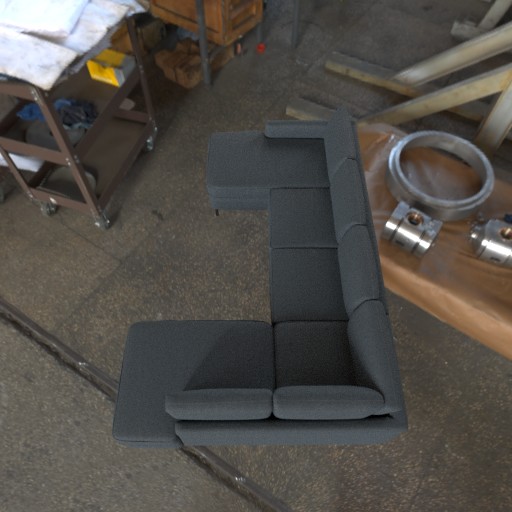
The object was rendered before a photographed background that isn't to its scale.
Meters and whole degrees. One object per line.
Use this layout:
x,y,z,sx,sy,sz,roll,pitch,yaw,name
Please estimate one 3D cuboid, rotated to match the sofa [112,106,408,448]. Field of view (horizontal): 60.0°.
0.000,0.000,3.775,1.984,0.858,2.975,0,58,0,sofa
